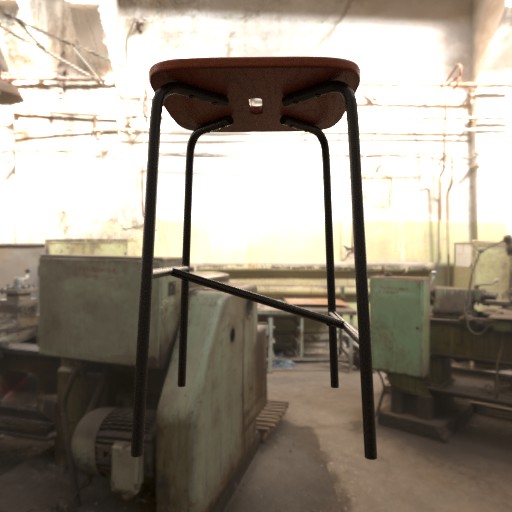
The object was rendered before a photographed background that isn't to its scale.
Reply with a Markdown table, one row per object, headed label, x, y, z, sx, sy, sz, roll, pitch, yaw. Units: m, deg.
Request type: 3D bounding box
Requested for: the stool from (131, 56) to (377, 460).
| label | x | y | z | sx | sy | sz | roll | pitch | yaw |
| --- | --- | --- | --- | --- | --- | --- | --- | --- | --- |
| stool | 0.000 | 0.000 | 0.855 | 0.376 | 0.610 | 0.376 | 0 | 0 | 1 |
